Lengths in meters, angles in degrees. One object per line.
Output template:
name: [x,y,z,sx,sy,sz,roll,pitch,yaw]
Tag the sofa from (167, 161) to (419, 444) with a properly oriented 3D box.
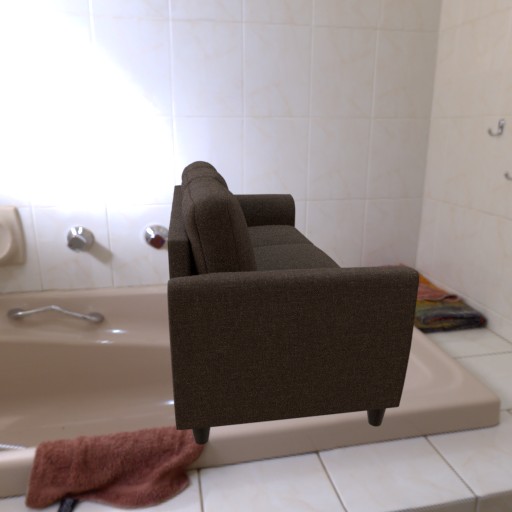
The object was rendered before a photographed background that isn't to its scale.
sofa: [0.000,0.000,2.300,0.837,0.891,1.847,-3,16,-9]
